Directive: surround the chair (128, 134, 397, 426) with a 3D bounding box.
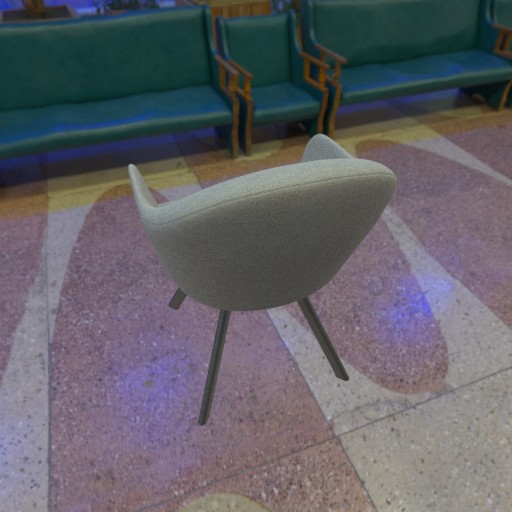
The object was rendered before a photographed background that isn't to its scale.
[{"bbox_3d":[0.000,0.000,1.156,0.540,0.780,0.570,-12,42,-14],"label":"chair"}]
